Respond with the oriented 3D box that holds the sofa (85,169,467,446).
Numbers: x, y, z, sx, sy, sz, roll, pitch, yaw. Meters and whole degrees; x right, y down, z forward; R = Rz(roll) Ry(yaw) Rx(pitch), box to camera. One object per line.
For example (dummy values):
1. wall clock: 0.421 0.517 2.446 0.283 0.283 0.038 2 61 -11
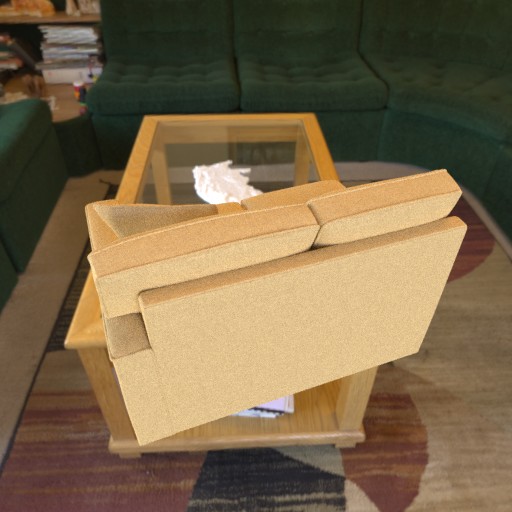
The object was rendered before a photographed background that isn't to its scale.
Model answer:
1. sofa: 0.000 0.000 2.048 1.388 0.989 0.991 -13 42 -15
